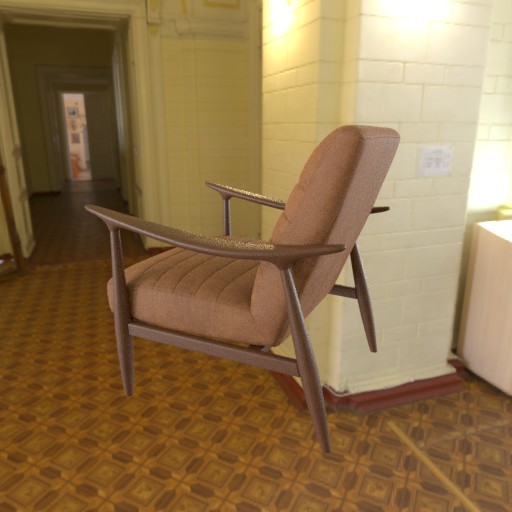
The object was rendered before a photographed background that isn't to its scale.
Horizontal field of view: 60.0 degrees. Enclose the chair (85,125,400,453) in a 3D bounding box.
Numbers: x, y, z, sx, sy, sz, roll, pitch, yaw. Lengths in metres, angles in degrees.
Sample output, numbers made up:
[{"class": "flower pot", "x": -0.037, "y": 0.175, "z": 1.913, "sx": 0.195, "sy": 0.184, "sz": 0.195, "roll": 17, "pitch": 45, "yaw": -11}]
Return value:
[{"class": "chair", "x": 0.000, "y": 0.000, "z": 1.478, "sx": 0.798, "sy": 0.832, "sz": 0.741, "roll": 8, "pitch": 18, "yaw": 25}]
